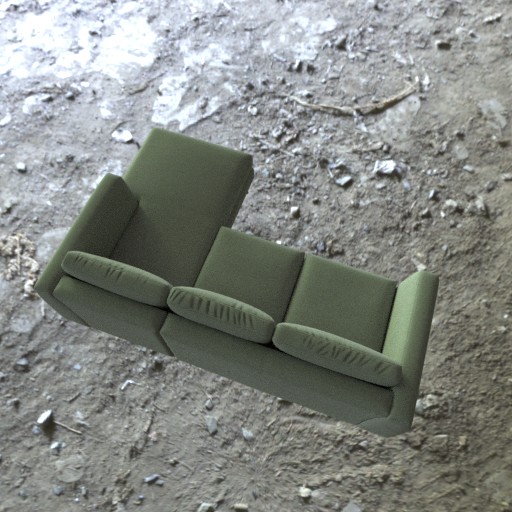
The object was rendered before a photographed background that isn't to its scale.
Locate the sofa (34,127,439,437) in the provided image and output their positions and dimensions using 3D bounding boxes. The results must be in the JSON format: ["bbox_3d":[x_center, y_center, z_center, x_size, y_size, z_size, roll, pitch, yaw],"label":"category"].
[{"bbox_3d":[0.000,0.000,2.985,2.300,0.860,1.580,18,65,9],"label":"sofa"}]
